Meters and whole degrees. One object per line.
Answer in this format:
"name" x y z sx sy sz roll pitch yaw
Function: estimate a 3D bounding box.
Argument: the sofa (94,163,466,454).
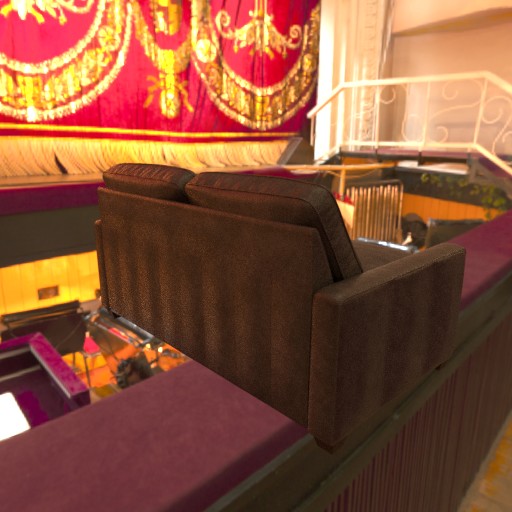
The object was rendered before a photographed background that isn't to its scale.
"sofa" 0.000 0.000 2.253 0.939 0.916 1.732 -14 21 -42
